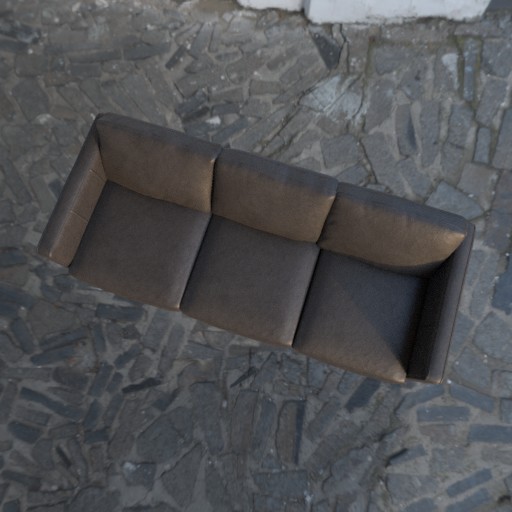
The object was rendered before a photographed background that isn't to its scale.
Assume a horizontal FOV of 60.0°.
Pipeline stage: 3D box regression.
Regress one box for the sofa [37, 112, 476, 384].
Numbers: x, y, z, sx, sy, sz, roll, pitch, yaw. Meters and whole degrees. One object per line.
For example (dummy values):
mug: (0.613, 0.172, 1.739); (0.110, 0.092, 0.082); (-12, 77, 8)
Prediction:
sofa: (0.000, 0.000, 2.915); (2.464, 1.006, 1.045); (18, 77, 4)
